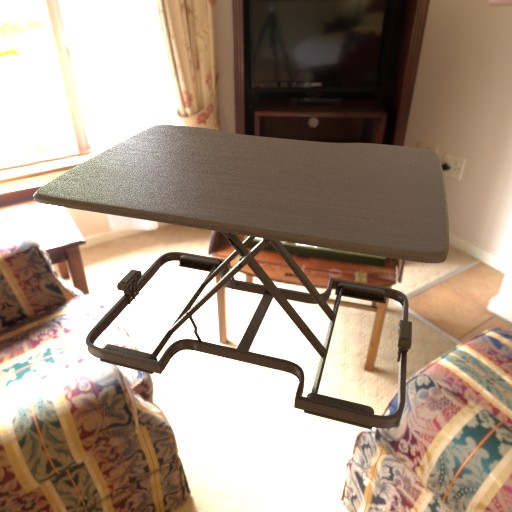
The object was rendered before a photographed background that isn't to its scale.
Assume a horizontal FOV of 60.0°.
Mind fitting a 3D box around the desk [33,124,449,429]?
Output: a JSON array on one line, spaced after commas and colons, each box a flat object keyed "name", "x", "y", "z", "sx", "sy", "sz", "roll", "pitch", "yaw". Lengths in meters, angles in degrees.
[{"name": "desk", "x": 0.000, "y": 0.000, "z": 1.135, "sx": 0.820, "sy": 0.470, "sz": 0.546, "roll": 9, "pitch": 33, "yaw": 15}]
